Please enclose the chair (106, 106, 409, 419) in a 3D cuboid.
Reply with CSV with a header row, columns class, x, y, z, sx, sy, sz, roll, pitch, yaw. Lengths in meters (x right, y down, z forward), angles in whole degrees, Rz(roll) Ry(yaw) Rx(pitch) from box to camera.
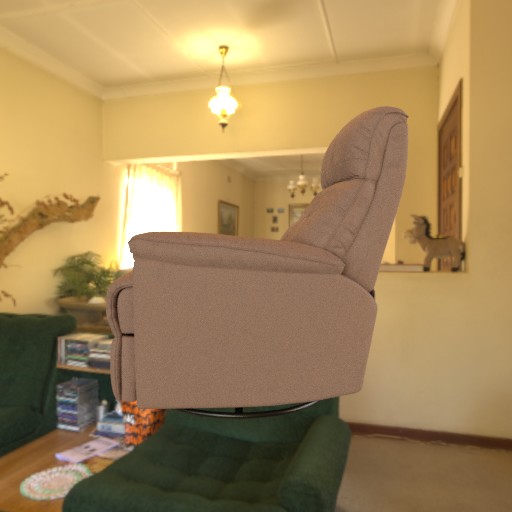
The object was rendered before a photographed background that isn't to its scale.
class,x,y,z,sx,sy,sz,roll,pitch,yaw
chair,0.000,0.000,1.723,1.004,1.037,0.820,0,1,-1
